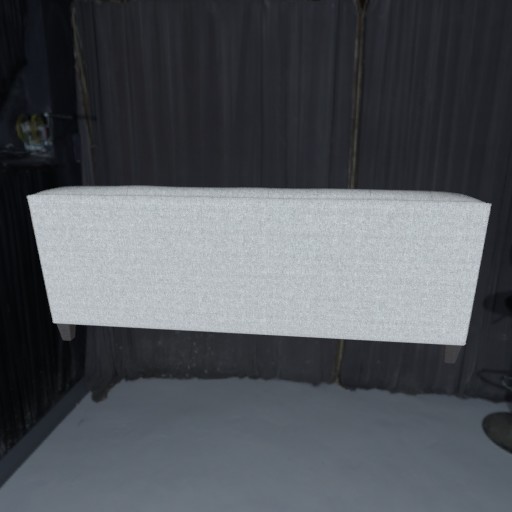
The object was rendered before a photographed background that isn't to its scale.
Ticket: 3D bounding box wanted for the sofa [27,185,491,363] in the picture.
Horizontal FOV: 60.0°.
[{"bbox_3d":[0.000,0.000,2.638,2.235,0.901,0.914,2,15,7],"label":"sofa"}]
